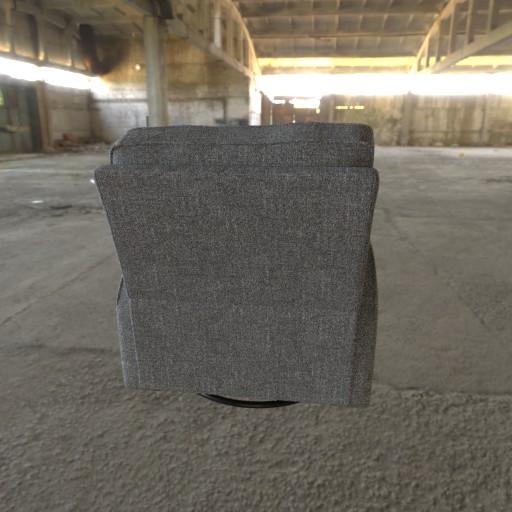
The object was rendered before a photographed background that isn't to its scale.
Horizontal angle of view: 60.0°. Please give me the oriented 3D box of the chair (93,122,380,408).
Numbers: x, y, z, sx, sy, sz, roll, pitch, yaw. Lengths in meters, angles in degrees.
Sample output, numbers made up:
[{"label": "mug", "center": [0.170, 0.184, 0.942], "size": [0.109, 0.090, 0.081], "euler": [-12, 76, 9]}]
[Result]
[{"label": "chair", "center": [0.000, 0.000, 1.671], "size": [0.861, 0.962, 0.964], "euler": [2, 16, 8]}]
